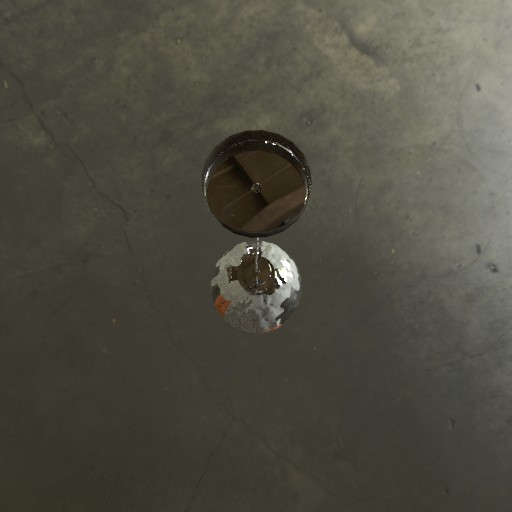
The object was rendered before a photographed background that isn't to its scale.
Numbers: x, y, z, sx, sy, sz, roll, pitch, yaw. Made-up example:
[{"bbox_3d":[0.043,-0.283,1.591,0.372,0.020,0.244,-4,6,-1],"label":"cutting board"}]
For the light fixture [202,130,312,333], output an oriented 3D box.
[{"bbox_3d":[0.000,0.000,1.746,0.500,1.511,0.496,41,80,9],"label":"light fixture"}]
